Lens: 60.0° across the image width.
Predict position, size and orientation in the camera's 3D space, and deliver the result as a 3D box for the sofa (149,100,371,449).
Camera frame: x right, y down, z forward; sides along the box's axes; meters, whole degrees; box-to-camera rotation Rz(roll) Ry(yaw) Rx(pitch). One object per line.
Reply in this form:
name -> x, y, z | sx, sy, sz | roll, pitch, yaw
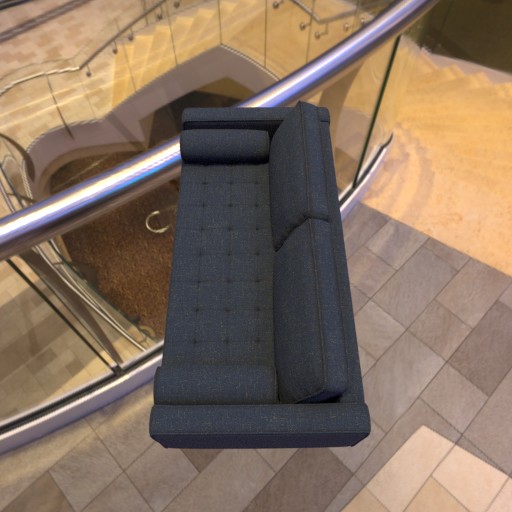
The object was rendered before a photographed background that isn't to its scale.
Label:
sofa -> 0.000, 0.000, 2.387 | 0.914, 0.762, 1.880 | 0, 60, 0
